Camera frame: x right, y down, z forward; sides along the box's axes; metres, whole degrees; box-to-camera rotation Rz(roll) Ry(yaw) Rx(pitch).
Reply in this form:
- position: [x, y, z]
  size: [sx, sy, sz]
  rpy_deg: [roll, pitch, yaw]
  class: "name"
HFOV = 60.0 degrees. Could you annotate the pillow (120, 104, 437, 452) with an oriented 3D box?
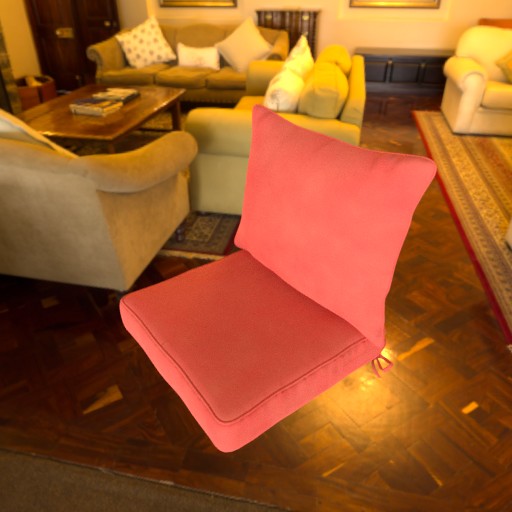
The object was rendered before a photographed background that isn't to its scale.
- position: [0.000, 0.000, 1.407]
  size: [0.733, 0.725, 0.798]
  rpy_deg: [-22, 39, -31]
  class: "pillow"
